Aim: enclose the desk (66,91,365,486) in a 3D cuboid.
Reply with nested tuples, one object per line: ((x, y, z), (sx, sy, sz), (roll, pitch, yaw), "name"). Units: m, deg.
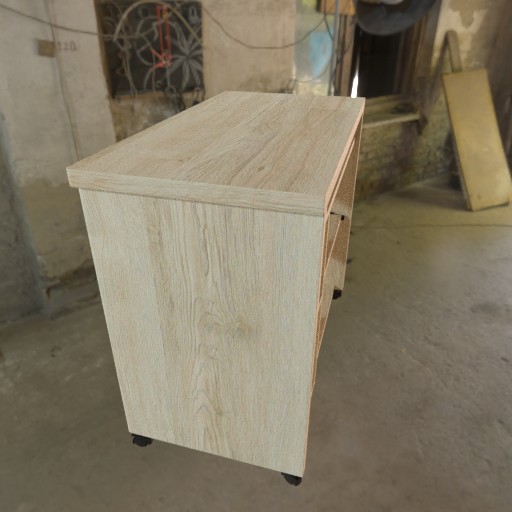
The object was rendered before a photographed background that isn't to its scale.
((0.000, 0.000, 1.308), (0.480, 0.770, 0.885), (8, 30, 14), "desk")
